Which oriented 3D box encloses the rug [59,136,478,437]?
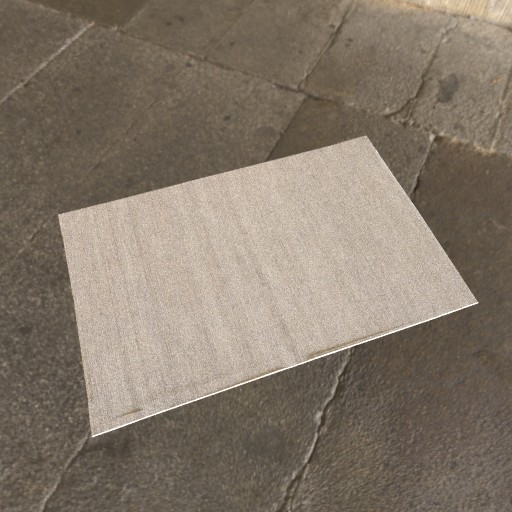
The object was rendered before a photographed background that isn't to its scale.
[{"bbox_3d":[0.000,0.000,2.222,1.820,0.022,1.179,-16,60,-10],"label":"rug"}]
